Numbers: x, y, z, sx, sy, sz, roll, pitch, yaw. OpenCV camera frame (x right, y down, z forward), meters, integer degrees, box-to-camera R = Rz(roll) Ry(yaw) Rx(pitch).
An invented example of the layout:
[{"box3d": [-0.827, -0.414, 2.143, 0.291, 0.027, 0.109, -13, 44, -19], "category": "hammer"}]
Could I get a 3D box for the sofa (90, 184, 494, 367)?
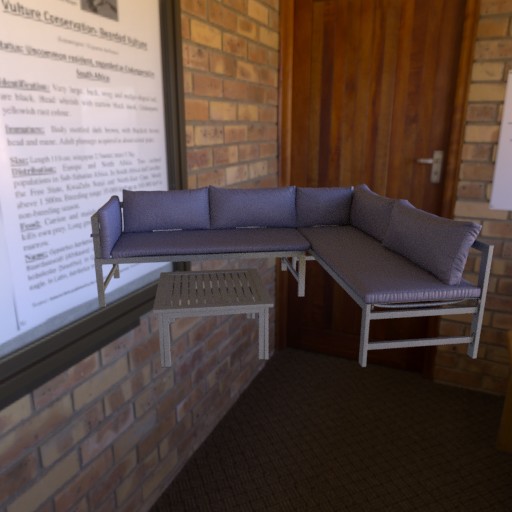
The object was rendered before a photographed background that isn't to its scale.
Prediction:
[{"box3d": [0.000, 0.000, 2.908, 2.149, 0.762, 1.658, -2, 16, -8], "category": "sofa"}]
